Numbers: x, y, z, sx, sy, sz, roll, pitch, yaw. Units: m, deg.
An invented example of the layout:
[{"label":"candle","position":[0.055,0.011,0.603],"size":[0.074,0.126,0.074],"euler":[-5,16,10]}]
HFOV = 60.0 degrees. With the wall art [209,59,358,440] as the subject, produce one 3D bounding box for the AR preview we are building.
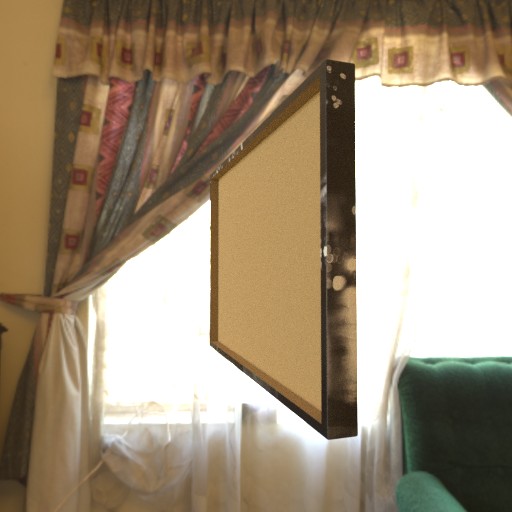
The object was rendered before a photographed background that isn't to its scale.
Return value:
[{"label":"wall art","position":[0.000,0.000,0.765],"size":[0.037,0.406,0.609],"euler":[1,-2,-18]}]
